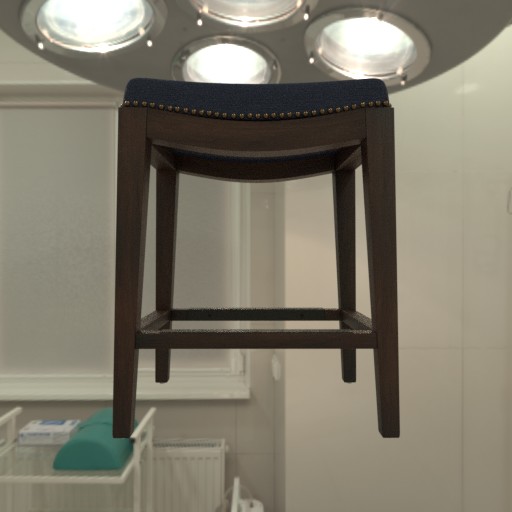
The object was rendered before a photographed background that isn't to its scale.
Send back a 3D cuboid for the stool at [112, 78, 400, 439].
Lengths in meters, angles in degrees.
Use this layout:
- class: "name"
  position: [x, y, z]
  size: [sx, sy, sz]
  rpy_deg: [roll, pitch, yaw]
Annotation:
- class: "stool"
  position: [0.000, 0.000, 0.948]
  size: [0.500, 0.642, 0.361]
  rpy_deg: [0, 0, 0]
